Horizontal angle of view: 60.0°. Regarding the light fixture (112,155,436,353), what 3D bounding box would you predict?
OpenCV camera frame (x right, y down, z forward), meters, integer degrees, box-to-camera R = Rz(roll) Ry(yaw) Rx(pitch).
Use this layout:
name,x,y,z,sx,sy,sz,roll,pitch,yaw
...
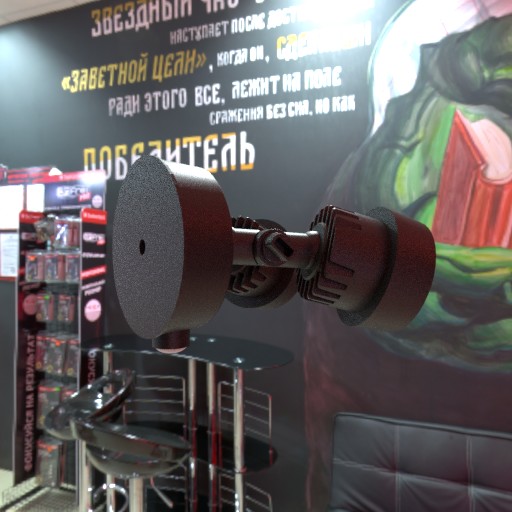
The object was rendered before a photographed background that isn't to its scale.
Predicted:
name,x,y,z,sx,sy,sz,roll,pitch,yaw
light fixture,0.000,0.000,0.314,0.168,0.120,0.213,0,1,-36
